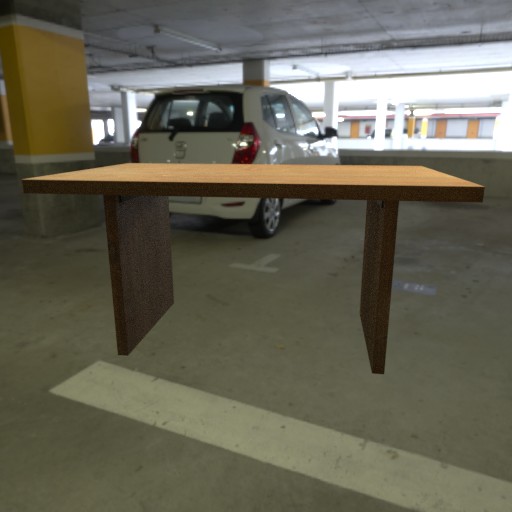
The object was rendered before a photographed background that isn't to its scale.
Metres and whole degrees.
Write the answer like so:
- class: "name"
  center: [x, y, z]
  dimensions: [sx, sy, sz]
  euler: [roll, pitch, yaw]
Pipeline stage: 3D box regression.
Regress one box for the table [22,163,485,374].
- class: "table"
  center: [0.000, 0.000, 2.076]
  dimensions: [1.609, 0.780, 0.946]
  euler: [2, 16, 8]
